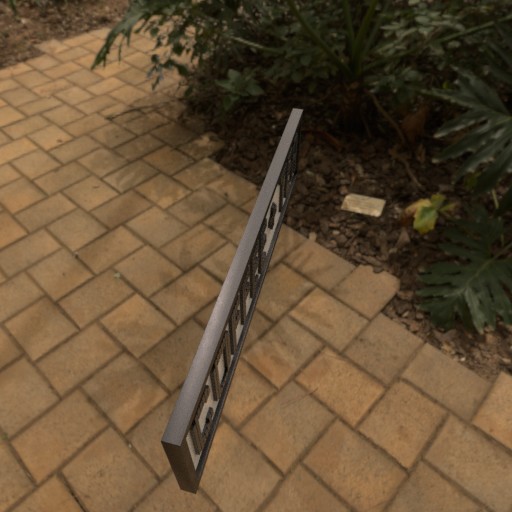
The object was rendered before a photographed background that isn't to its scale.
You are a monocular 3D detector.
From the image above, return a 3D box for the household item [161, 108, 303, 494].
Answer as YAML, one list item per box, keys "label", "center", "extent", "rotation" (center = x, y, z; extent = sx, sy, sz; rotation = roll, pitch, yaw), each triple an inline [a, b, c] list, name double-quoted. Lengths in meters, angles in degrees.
- label: "household item"
  center: [0.000, 0.000, 1.061]
  extent: [0.030, 0.236, 1.001]
  rotation: [11, 48, 10]
